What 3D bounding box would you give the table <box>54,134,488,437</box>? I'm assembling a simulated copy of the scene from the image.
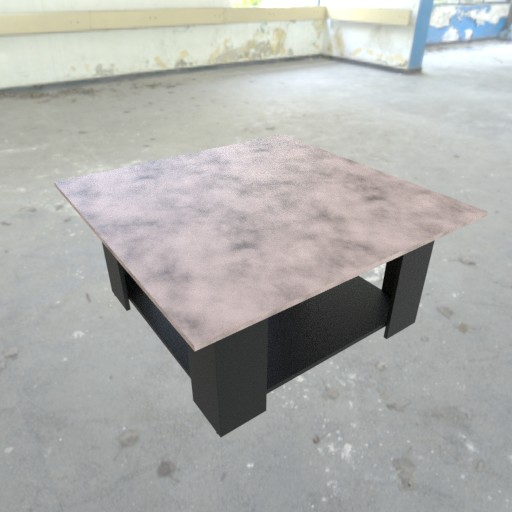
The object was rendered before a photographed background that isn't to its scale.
[{"bbox_3d":[0.000,0.000,1.037,0.670,0.305,0.670,-20,37,-30],"label":"table"}]
